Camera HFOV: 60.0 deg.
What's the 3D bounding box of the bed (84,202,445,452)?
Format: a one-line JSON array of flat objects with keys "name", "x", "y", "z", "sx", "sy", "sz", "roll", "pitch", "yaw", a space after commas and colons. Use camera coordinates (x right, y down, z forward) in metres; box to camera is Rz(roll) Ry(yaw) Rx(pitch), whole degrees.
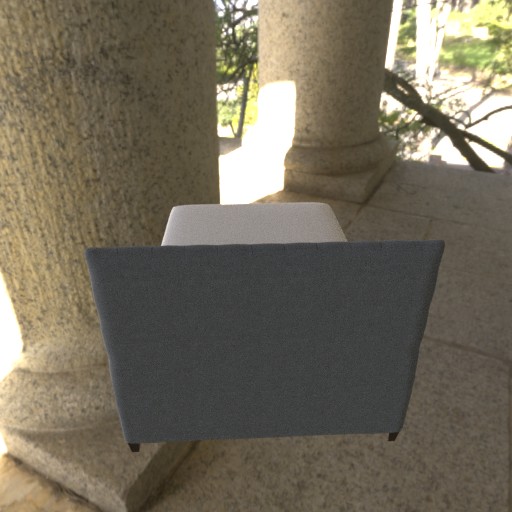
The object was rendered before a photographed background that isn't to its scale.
[{"name": "bed", "x": 0.000, "y": 0.000, "z": 3.377, "sx": 1.698, "sy": 1.411, "sz": 2.335, "roll": -1, "pitch": 30, "yaw": -2}]
